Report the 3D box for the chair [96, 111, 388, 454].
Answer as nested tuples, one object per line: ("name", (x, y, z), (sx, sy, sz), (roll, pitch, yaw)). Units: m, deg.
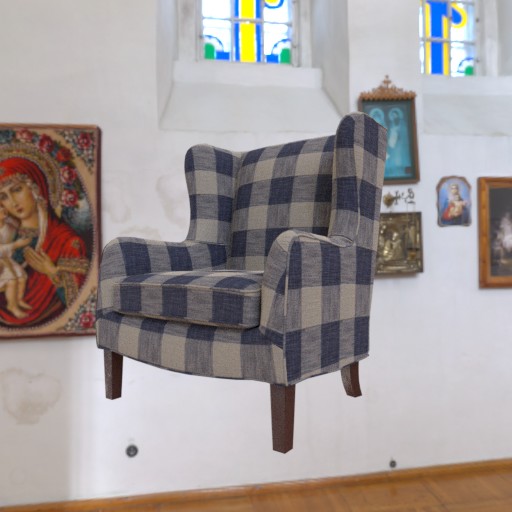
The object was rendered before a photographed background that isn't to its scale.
("chair", (0.000, 0.000, 1.717), (0.830, 1.041, 0.889), (0, 0, 36))
